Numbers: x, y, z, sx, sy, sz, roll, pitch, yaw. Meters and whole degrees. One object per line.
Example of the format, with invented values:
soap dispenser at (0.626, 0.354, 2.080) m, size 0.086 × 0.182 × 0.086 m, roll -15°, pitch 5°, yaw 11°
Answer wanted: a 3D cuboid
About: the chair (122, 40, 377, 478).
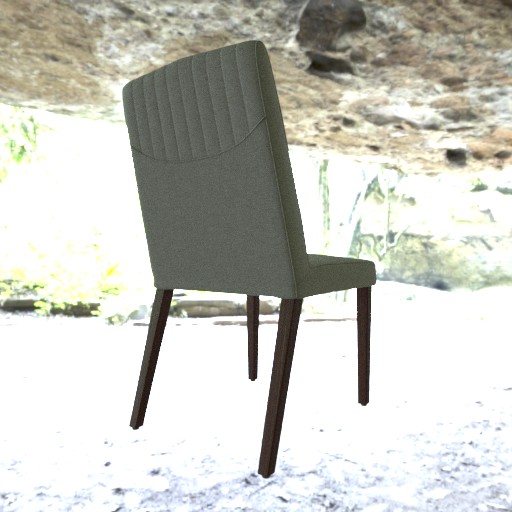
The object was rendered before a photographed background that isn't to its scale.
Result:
chair at (0.000, 0.000, 1.231) m, size 0.480 × 0.900 × 0.594 m, roll 1°, pitch 1°, yaw 36°
